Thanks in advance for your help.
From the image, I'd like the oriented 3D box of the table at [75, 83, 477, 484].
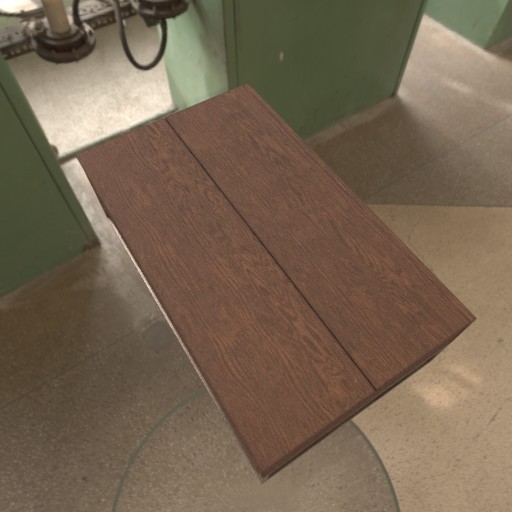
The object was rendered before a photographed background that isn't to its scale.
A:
[{"bbox_3d":[0.000,0.000,1.515,0.719,0.361,1.167,-29,63,-16],"label":"table"}]
